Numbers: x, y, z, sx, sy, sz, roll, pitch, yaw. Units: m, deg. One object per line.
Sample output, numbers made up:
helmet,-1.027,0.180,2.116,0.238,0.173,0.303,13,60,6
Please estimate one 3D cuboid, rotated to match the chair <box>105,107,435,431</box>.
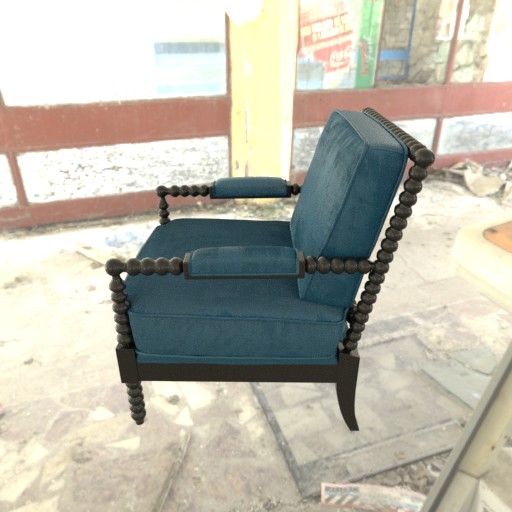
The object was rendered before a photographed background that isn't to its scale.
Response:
chair,0.000,0.000,1.437,0.805,0.857,0.688,0,27,1
